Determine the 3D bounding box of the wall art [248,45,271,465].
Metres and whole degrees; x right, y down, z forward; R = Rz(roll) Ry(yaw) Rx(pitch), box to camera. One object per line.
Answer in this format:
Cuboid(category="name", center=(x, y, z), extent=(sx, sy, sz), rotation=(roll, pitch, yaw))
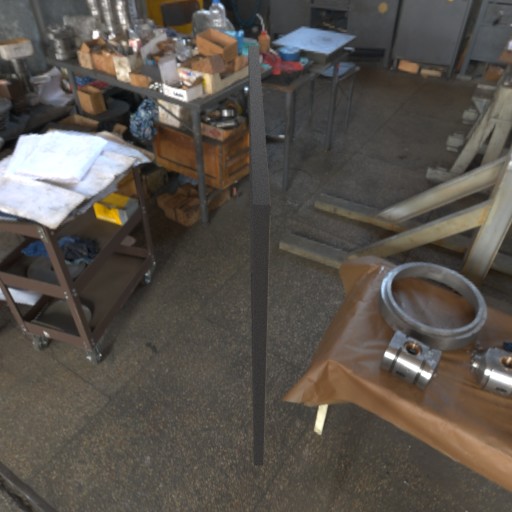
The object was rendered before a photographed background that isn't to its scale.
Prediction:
Cuboid(category="wall art", center=(0.000, 0.000, 1.210), extent=(0.028, 0.863, 0.755), rotation=(-1, 41, -1))
